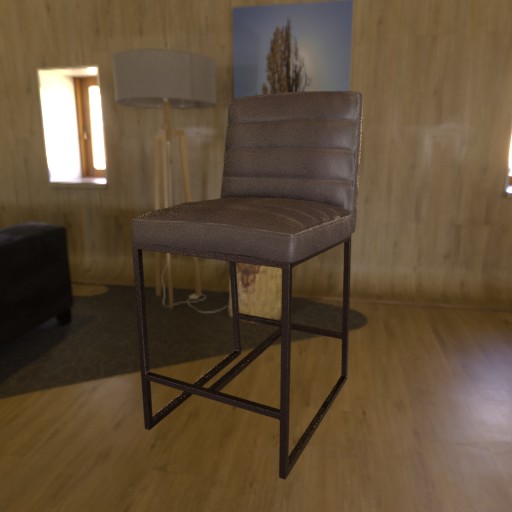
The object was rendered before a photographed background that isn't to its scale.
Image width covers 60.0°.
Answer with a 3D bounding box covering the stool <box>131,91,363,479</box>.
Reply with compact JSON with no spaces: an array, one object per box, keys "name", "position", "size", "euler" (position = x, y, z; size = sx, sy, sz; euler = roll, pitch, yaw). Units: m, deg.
[{"name":"stool","position":[0.000,0.000,1.285],"size":[0.463,0.946,0.562],"euler":[7,16,26]}]
